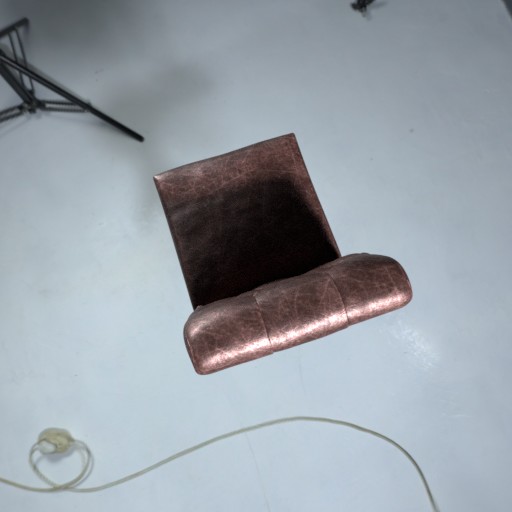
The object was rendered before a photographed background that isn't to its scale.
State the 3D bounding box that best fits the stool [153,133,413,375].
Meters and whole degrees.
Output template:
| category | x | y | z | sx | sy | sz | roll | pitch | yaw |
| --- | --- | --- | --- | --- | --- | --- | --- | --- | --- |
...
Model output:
| category | x | y | z | sx | sy | sz | roll | pitch | yaw |
| --- | --- | --- | --- | --- | --- | --- | --- | --- | --- |
| stool | 0.000 | 0.000 | 1.481 | 0.483 | 1.168 | 0.659 | -18 | 77 | -4 |
